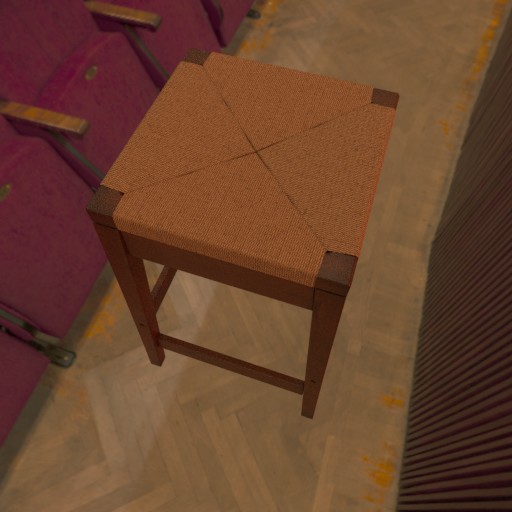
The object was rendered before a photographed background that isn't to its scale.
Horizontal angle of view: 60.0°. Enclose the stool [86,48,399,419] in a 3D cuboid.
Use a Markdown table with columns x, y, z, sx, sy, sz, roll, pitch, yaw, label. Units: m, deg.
| x | y | z | sx | sy | sz | roll | pitch | yaw | label |
| --- | --- | --- | --- | --- | --- | --- | --- | --- | --- |
| 0.000 | 0.000 | 1.090 | 0.507 | 0.762 | 0.497 | 16 | 61 | 9 | stool |
